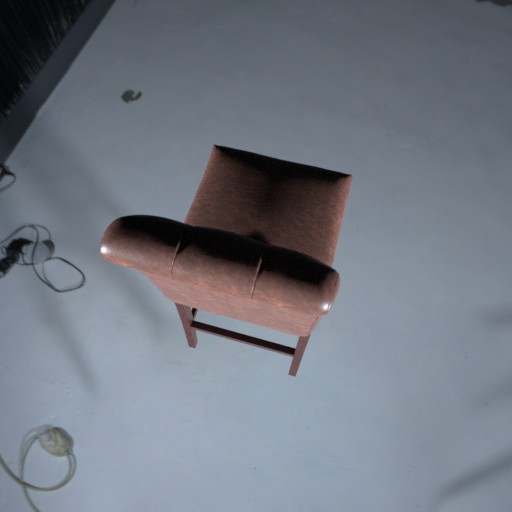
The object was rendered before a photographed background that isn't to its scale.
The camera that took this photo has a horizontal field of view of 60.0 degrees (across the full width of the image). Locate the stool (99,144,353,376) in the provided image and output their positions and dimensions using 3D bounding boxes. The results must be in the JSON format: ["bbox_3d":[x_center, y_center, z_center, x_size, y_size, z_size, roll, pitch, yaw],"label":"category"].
[{"bbox_3d":[0.000,0.000,1.428,0.486,1.084,0.660,14,65,7],"label":"stool"}]
